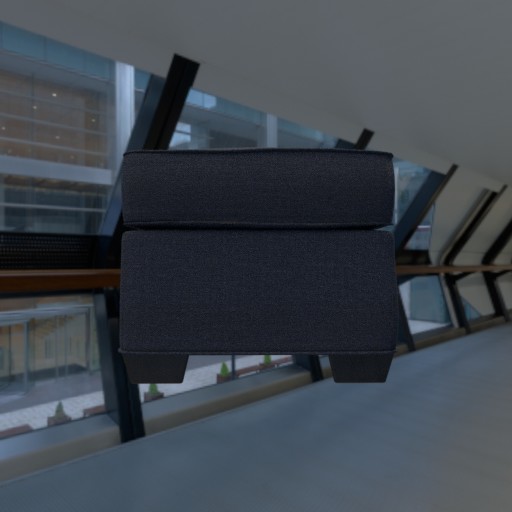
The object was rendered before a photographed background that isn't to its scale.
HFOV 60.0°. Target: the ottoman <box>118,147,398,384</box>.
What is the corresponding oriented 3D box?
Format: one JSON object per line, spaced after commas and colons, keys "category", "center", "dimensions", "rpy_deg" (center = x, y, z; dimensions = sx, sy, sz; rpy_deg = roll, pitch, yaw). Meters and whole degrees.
{"category": "ottoman", "center": [0.000, 0.000, 1.203], "dimensions": [0.505, 0.453, 0.895], "rpy_deg": [0, 0, -1]}
